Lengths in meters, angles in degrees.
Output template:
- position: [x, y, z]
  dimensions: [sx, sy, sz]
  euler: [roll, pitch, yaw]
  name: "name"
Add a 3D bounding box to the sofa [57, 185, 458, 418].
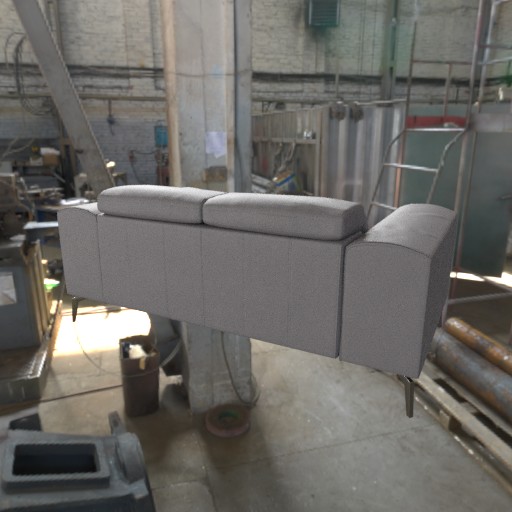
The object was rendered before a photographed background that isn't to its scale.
- position: [0.000, 0.000, 2.382]
  dimensions: [1.895, 0.779, 1.003]
  euler: [8, 18, 27]
  name: "sofa"
